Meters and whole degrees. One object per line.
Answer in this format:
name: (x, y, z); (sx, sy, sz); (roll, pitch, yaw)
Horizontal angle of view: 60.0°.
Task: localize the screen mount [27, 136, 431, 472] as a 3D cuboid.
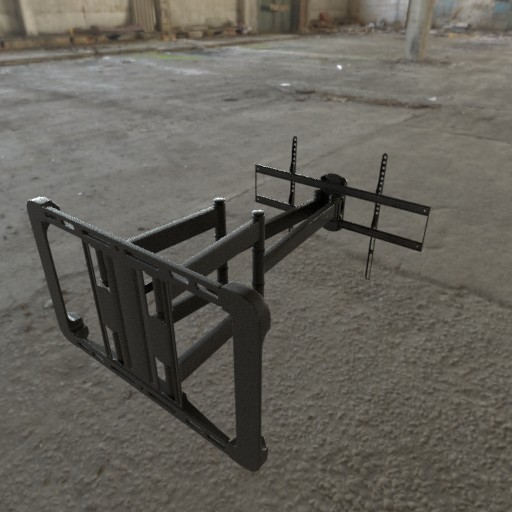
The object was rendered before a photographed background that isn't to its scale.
screen mount: (0.000, 0.000, 1.307); (0.725, 0.483, 0.905); (21, 36, 32)
